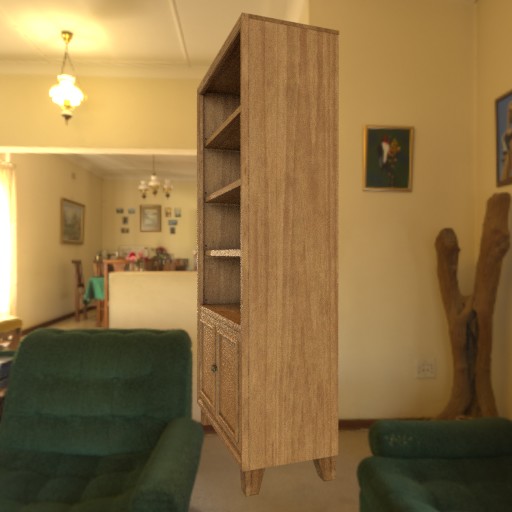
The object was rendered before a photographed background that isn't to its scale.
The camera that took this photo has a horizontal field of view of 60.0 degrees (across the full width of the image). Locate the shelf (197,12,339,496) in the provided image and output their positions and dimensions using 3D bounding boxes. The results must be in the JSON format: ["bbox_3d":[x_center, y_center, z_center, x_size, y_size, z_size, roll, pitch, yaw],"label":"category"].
[{"bbox_3d":[0.000,0.000,2.234,0.453,1.930,0.864,0,0,-19],"label":"shelf"}]
